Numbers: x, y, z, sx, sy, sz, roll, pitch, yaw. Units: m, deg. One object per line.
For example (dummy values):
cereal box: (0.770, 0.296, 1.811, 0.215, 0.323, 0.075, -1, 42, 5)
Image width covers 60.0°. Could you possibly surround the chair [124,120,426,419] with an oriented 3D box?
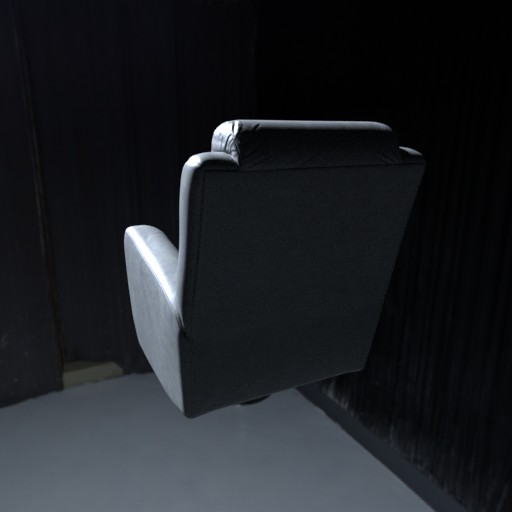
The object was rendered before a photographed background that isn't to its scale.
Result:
chair: (0.000, 0.000, 1.943, 0.967, 1.116, 1.068, -8, 17, -25)
